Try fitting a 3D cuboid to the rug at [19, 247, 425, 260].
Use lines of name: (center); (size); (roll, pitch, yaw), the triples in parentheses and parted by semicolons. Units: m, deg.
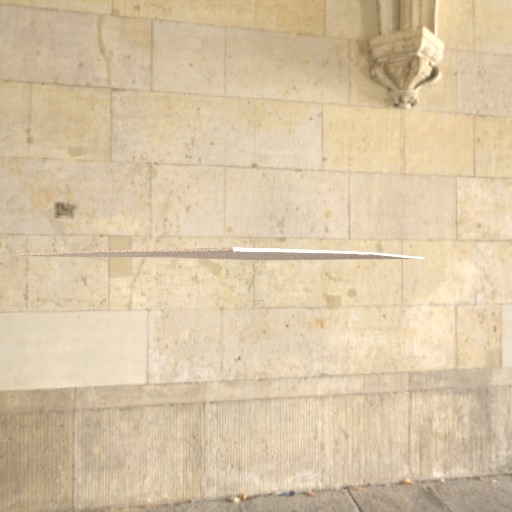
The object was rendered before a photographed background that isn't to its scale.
rug: (0.000, 0.000, 2.272); (1.179, 0.022, 1.820); (-1, -2, 37)
